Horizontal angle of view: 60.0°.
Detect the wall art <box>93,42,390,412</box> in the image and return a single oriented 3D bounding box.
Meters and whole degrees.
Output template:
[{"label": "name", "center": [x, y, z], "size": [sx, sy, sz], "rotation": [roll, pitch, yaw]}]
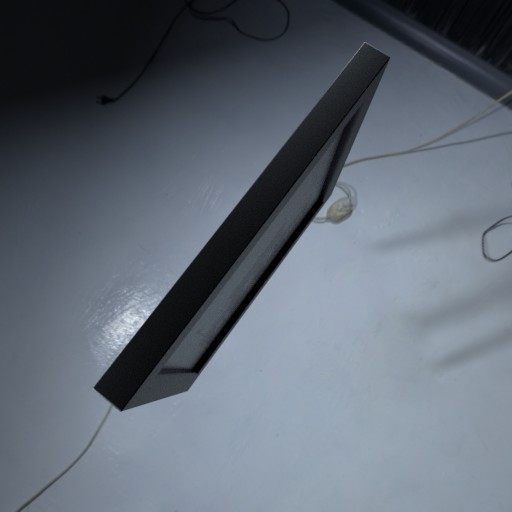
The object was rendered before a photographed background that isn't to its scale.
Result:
[{"label": "wall art", "center": [0.000, 0.000, 0.528], "size": [0.028, 0.330, 0.380], "rotation": [35, 78, 8]}]
